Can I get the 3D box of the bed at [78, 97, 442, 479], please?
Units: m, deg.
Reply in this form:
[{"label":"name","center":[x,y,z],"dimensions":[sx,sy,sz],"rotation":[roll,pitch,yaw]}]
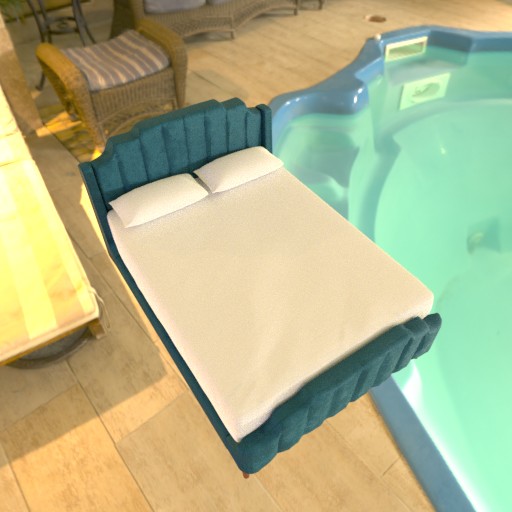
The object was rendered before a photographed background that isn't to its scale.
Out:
[{"label":"bed","center":[0.000,0.000,3.301],"dimensions":[1.678,1.338,2.322],"rotation":[-26,52,-22]}]
